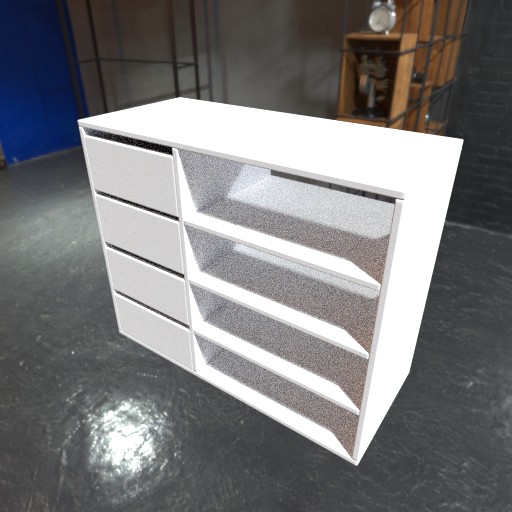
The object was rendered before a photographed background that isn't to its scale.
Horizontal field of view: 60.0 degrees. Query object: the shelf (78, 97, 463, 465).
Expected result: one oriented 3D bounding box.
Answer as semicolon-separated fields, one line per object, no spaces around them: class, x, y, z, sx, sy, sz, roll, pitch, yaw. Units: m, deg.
shelf;0.000;0.000;1.289;0.895;0.732;0.396;19;35;30
